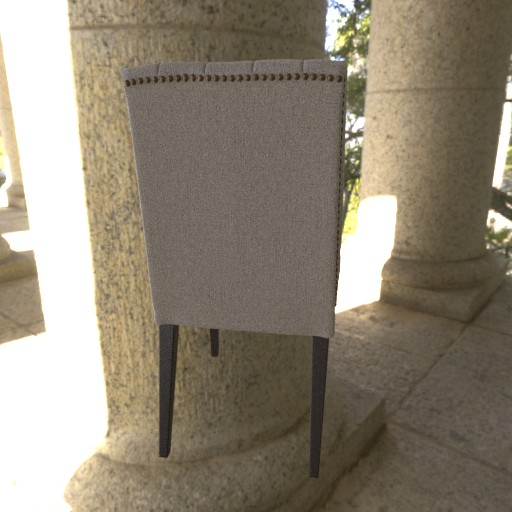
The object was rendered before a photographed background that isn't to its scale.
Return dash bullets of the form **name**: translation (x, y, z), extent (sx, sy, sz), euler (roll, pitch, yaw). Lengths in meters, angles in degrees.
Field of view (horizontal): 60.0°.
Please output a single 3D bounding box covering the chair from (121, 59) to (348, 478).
- **chair**: translation (0.000, 0.000, 1.338), extent (0.511, 1.016, 0.647), euler (3, 17, 10)
